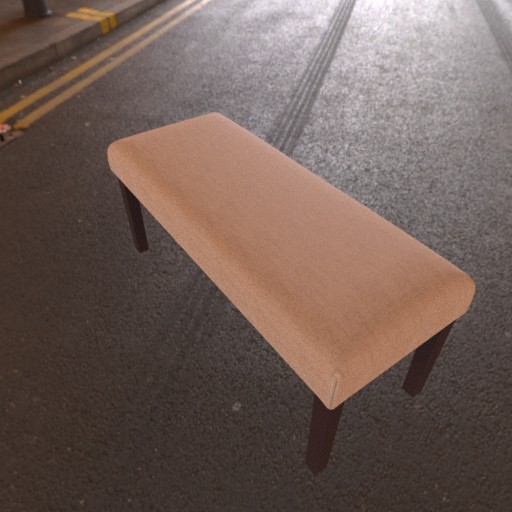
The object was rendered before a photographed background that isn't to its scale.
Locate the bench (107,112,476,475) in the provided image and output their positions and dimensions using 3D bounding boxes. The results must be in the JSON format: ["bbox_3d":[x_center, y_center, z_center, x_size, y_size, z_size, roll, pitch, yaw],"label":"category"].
[{"bbox_3d":[0.000,0.000,1.246,0.407,0.456,1.013,-26,48,-26],"label":"bench"}]
